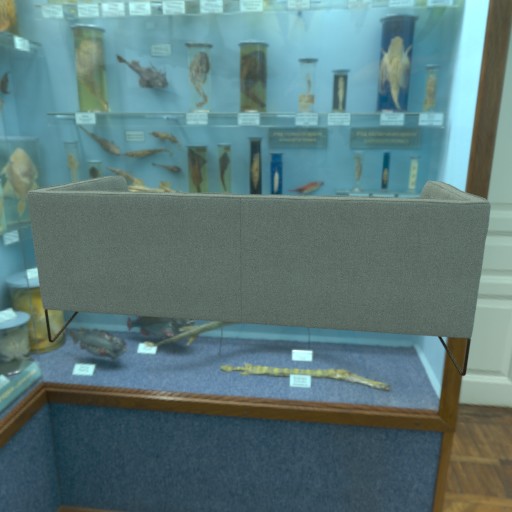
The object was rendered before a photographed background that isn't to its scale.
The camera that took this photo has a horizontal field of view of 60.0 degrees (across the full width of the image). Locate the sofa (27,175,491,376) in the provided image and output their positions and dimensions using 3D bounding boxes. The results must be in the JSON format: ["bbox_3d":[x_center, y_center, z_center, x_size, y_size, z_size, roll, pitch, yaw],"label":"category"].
[{"bbox_3d":[0.000,0.000,2.453,2.079,0.798,0.912,3,16,9],"label":"sofa"}]
